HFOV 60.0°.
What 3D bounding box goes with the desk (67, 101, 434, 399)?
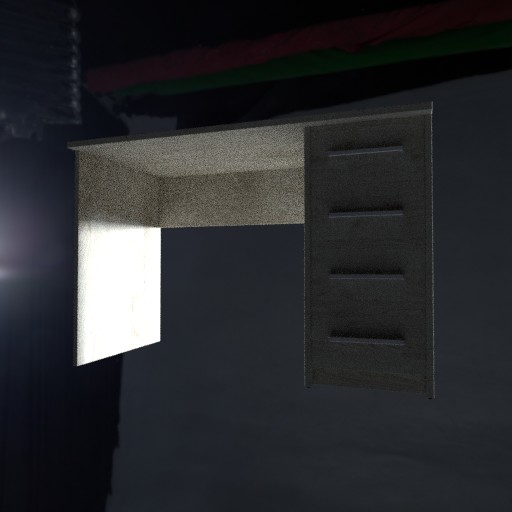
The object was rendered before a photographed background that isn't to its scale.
[{"bbox_3d":[0.000,0.000,1.507,1.096,0.730,0.560,0,-1,19],"label":"desk"}]
